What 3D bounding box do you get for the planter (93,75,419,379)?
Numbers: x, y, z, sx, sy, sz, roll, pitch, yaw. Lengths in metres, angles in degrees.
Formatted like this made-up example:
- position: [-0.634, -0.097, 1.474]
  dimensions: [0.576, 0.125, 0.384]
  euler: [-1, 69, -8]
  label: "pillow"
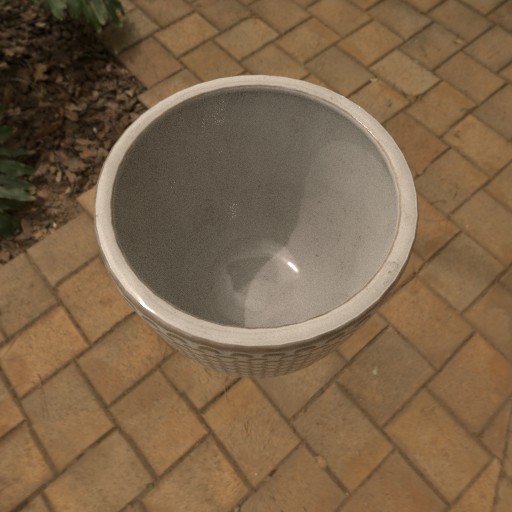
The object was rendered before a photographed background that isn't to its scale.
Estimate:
- position: [0.000, 0.000, 0.304]
  dimensions: [0.173, 0.160, 0.173]
  euler: [0, 64, 0]
  label: "planter"
